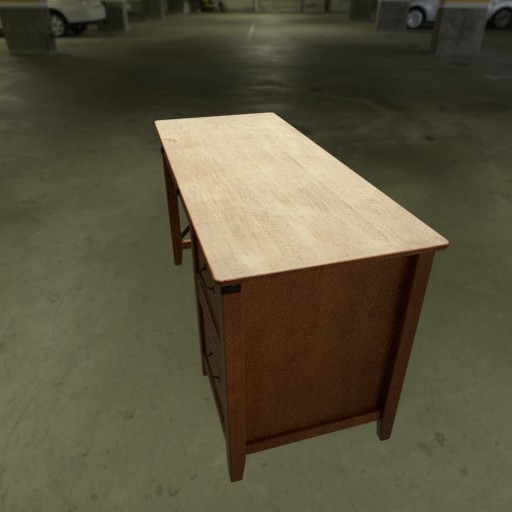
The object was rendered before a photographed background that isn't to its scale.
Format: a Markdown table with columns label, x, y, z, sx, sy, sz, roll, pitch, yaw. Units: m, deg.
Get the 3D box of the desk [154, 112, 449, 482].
| label | x | y | z | sx | sy | sz | roll | pitch | yaw |
| --- | --- | --- | --- | --- | --- | --- | --- | --- | --- |
| desk | 0.000 | 0.000 | 1.731 | 0.574 | 0.756 | 1.353 | -9 | 32 | -14 |
